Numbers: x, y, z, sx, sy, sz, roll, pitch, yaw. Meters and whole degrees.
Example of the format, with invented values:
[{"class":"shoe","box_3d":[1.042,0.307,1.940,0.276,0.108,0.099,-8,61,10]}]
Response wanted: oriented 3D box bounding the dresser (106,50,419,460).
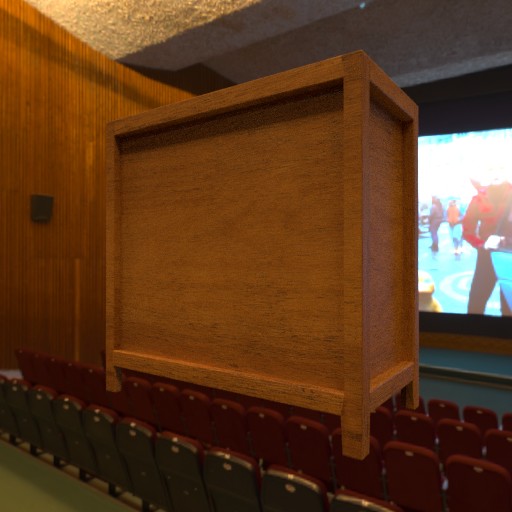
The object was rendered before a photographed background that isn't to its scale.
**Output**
[{"class":"dresser","box_3d":[0.000,0.000,1.267,0.804,0.804,0.427,0,0,35]}]
